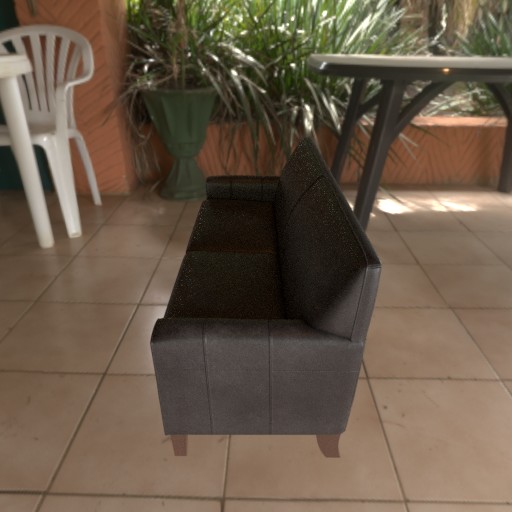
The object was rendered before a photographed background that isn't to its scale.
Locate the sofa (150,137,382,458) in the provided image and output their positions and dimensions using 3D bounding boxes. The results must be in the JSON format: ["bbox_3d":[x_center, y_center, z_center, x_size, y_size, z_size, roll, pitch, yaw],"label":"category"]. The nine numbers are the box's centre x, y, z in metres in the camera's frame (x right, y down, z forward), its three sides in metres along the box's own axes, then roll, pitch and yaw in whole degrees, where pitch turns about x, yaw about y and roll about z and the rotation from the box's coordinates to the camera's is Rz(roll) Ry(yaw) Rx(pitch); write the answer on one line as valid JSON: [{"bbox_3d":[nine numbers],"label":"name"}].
[{"bbox_3d":[0.000,0.000,2.510,0.805,0.947,2.053,0,26,0],"label":"sofa"}]
